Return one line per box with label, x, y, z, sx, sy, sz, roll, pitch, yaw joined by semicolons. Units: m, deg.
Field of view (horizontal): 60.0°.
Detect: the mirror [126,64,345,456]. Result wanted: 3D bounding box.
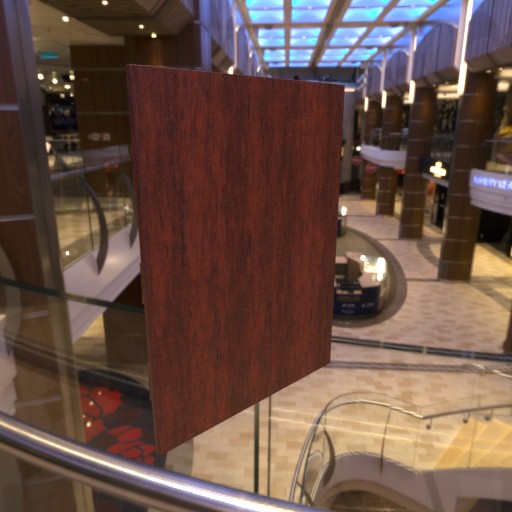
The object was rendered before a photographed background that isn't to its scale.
mirror;0.000;0.000;1.069;0.600;0.805;0.021;-14;22;-40
